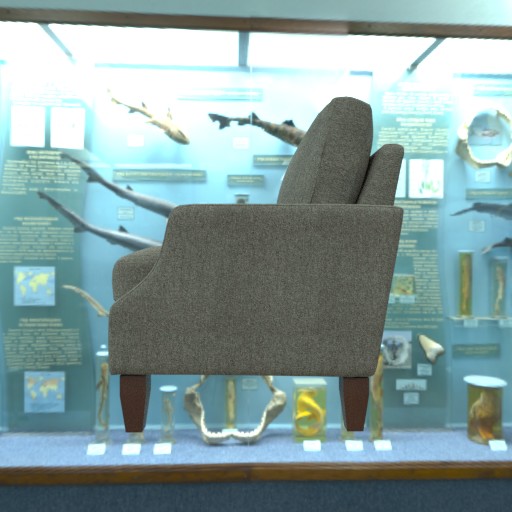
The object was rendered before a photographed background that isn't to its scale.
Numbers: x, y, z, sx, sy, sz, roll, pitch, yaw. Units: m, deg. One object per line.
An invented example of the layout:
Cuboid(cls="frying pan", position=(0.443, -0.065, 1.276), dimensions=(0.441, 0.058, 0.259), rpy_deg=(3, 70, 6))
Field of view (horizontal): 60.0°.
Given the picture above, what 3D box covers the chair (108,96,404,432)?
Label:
Cuboid(cls="chair", position=(0.000, 0.000, 1.645), dimensions=(0.897, 0.993, 0.855), rpy_deg=(0, 0, -1))
